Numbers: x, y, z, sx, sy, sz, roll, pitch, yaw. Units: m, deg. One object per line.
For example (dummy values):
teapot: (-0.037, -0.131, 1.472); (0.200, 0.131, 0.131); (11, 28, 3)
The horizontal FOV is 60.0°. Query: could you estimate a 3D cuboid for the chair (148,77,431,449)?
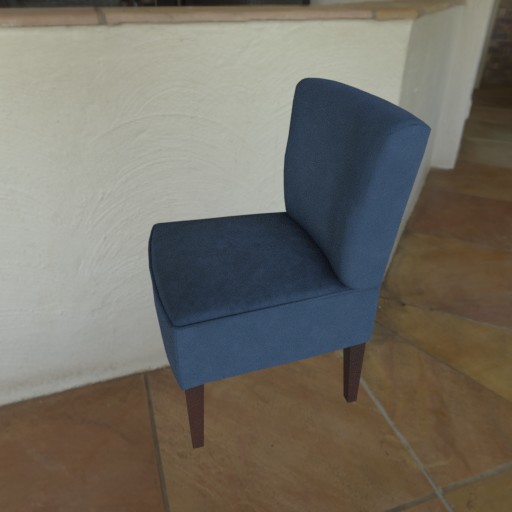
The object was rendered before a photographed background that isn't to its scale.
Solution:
chair: (0.000, 0.000, 1.167); (0.551, 0.806, 0.521); (-8, 32, -13)
